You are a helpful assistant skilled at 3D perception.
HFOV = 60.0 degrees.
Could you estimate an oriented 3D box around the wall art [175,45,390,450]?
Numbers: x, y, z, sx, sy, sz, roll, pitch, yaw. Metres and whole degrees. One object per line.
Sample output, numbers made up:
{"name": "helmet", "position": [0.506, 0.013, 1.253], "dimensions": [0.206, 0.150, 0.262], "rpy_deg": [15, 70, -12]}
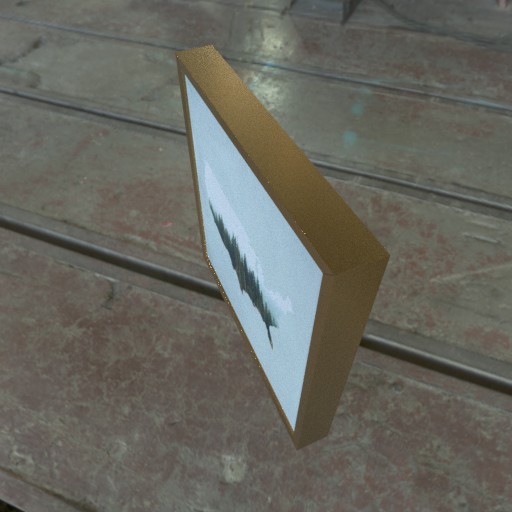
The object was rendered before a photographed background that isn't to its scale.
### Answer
{"name": "wall art", "position": [0.000, 0.000, 0.461], "dimensions": [0.038, 0.304, 0.304], "rpy_deg": [-18, 52, -15]}
